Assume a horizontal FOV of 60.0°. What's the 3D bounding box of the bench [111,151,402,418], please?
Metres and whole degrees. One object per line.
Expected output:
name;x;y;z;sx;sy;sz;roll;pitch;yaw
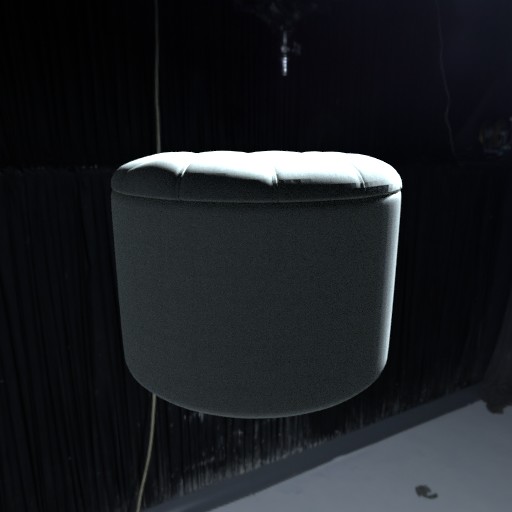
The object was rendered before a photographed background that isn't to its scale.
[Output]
bench;0.000;0.000;0.995;0.600;0.453;0.600;0;15;0
